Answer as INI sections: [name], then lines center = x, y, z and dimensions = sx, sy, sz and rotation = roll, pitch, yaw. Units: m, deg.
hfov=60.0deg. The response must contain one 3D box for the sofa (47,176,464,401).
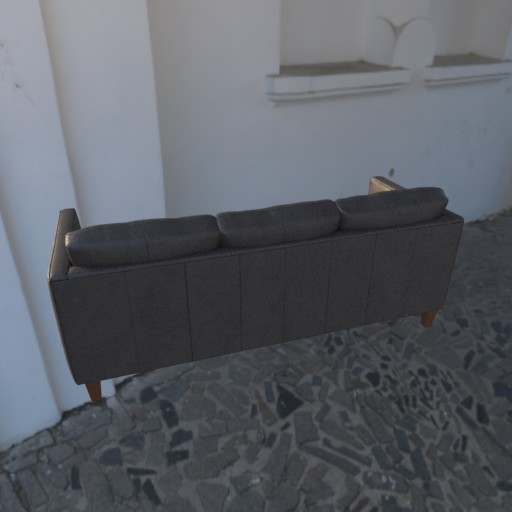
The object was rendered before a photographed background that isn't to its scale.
[sofa]
center = 0.000, 0.000, 3.020
dimensions = 2.464, 1.006, 1.045
rotation = -8, 28, -16
